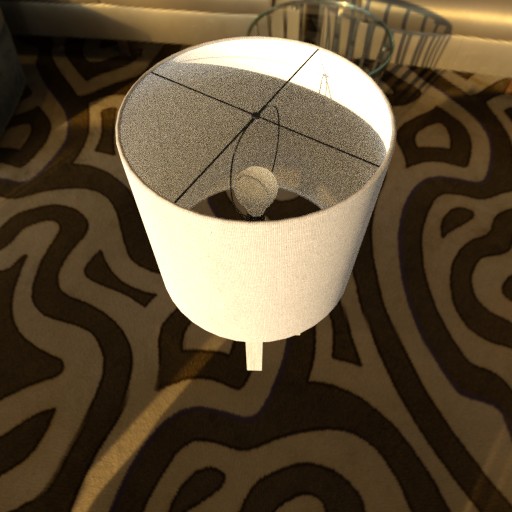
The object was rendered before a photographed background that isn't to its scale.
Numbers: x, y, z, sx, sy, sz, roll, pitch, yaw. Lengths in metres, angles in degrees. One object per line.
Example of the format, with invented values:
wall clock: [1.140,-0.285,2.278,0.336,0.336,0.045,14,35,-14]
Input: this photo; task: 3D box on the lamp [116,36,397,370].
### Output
lamp: [0.000,0.000,0.543,0.229,0.428,0.229,2,57,1]
